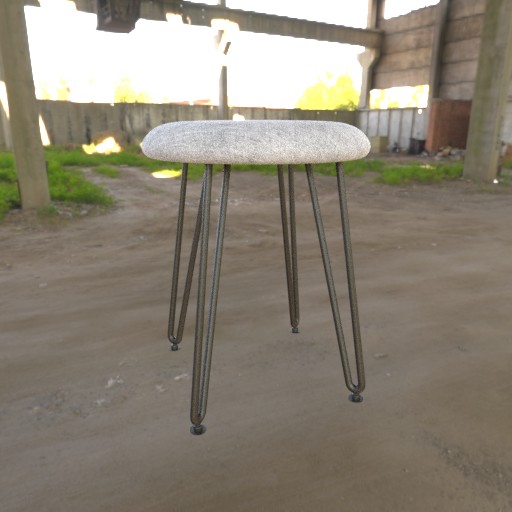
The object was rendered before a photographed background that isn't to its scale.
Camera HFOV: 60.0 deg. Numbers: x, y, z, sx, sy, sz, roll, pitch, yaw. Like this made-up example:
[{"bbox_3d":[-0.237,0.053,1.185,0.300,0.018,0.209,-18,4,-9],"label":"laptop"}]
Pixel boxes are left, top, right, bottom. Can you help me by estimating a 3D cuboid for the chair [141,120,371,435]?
[{"bbox_3d":[0.000,0.000,0.660,0.350,0.386,0.350,8,18,26],"label":"chair"}]
